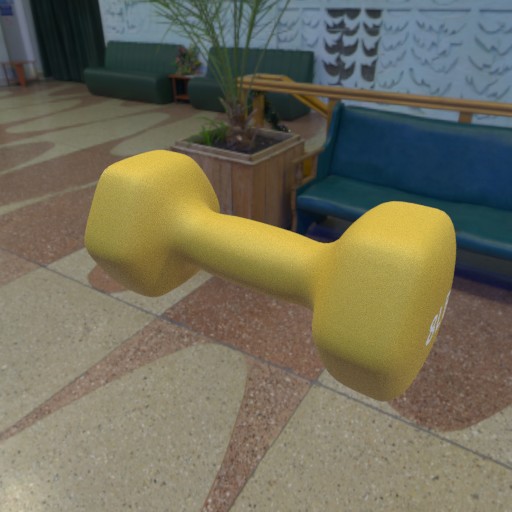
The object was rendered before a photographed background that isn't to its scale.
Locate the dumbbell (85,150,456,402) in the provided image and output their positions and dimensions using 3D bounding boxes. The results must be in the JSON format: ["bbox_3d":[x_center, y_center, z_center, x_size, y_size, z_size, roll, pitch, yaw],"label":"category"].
[{"bbox_3d":[0.000,0.000,0.235,0.190,0.082,0.090,19,34,29],"label":"dumbbell"}]
